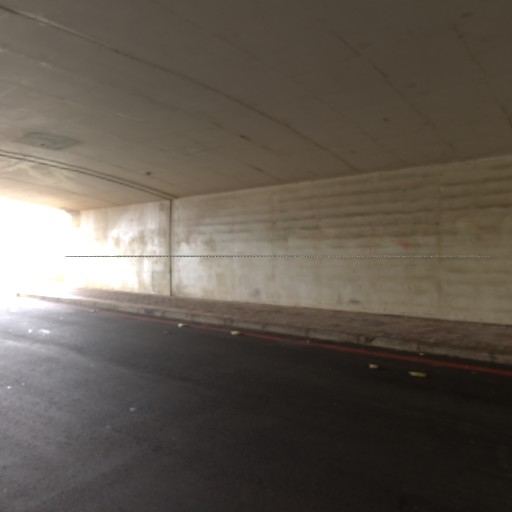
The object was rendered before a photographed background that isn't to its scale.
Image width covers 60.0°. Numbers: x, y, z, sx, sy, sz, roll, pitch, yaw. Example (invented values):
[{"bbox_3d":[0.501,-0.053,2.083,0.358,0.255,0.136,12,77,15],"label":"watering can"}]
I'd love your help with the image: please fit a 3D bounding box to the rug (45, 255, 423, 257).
[{"bbox_3d":[0.000,0.000,2.273,1.835,0.003,1.206,0,0,-19],"label":"rug"}]
